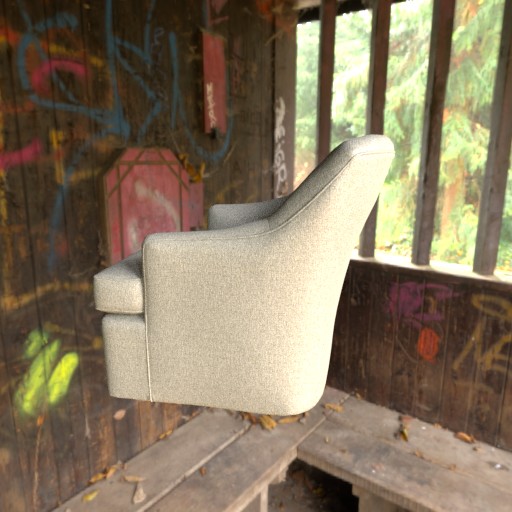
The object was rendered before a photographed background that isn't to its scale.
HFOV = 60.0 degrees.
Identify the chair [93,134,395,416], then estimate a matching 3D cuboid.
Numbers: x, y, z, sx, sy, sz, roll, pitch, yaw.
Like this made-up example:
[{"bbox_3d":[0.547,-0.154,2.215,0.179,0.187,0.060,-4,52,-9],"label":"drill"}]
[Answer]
[{"bbox_3d":[0.000,0.000,1.644,0.923,0.856,0.864,2,13,9],"label":"chair"}]
